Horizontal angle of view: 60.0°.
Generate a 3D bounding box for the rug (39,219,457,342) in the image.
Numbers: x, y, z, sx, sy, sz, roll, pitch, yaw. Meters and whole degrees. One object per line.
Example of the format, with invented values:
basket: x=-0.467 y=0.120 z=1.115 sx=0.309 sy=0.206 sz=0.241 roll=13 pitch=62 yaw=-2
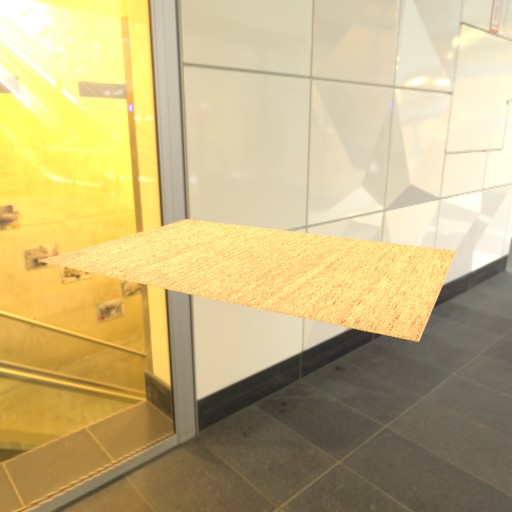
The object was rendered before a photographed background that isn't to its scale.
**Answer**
rug: x=0.000 y=0.000 z=2.338 sx=1.840 sy=0.013 sz=1.225 roll=9 pitch=18 yaw=27
